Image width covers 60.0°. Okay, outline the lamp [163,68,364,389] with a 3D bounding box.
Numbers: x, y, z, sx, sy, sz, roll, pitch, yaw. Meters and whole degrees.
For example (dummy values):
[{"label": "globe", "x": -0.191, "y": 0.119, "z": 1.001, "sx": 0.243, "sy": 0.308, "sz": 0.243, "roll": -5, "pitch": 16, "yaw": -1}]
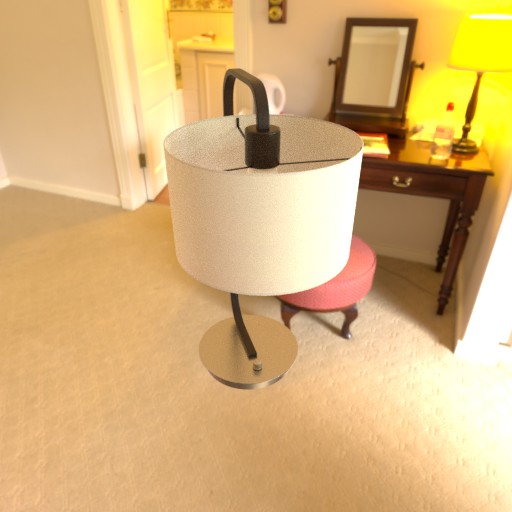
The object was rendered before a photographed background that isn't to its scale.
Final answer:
[{"label": "lamp", "x": 0.000, "y": 0.000, "z": 0.634, "sx": 0.230, "sy": 0.473, "sz": 0.288, "roll": -9, "pitch": 32, "yaw": -15}]
